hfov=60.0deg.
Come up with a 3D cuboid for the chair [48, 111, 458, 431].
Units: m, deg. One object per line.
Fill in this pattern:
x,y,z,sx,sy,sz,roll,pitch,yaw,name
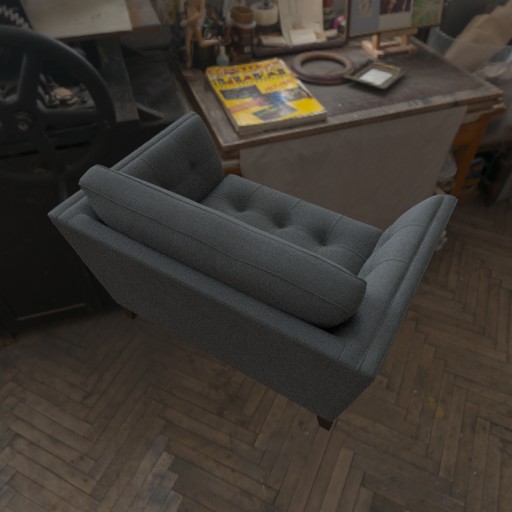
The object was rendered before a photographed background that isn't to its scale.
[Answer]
0.000,0.000,2.032,1.396,0.942,0.965,24,51,21,chair
